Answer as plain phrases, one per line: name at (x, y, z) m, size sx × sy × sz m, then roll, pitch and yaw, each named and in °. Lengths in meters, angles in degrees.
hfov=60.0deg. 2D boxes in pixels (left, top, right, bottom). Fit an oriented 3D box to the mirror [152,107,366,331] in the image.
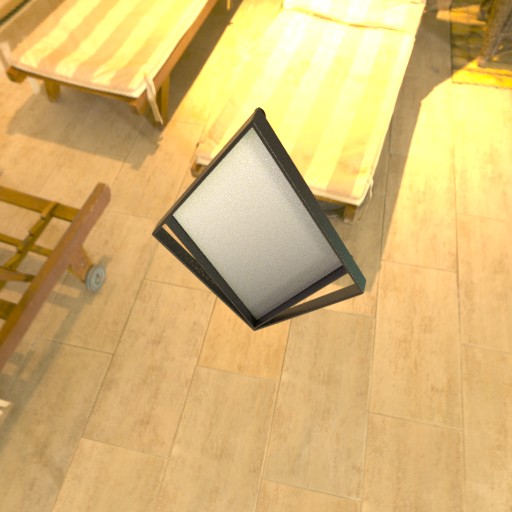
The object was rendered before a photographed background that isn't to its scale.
mirror at (0.000, 0.000, 0.842) m, size 0.419 × 0.679 × 0.032 m, roll 15°, pitch 60°, yaw 9°
